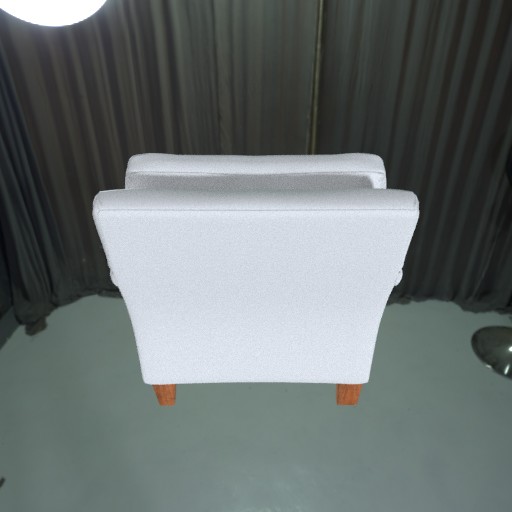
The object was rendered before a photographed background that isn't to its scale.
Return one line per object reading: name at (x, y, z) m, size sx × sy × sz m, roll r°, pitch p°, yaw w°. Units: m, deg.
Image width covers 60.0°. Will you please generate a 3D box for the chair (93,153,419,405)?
chair at (0.000, 0.000, 1.851) m, size 0.955 × 1.038 × 1.070 m, roll 0°, pitch 30°, yaw 0°
